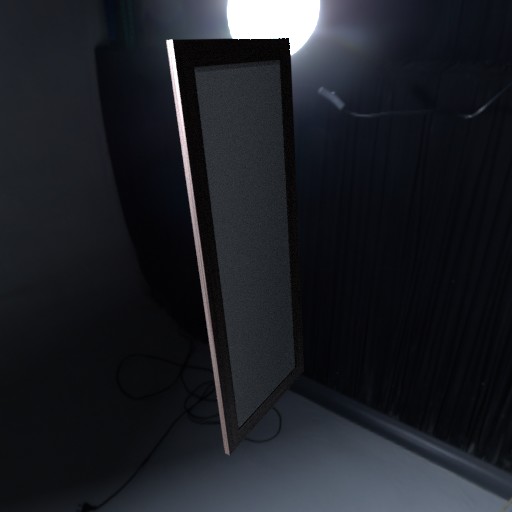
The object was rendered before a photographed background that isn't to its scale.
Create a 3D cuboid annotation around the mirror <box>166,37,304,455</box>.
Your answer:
[{"bbox_3d":[0.000,0.000,2.292,0.221,2.020,0.812,18,32,31],"label":"mirror"}]
